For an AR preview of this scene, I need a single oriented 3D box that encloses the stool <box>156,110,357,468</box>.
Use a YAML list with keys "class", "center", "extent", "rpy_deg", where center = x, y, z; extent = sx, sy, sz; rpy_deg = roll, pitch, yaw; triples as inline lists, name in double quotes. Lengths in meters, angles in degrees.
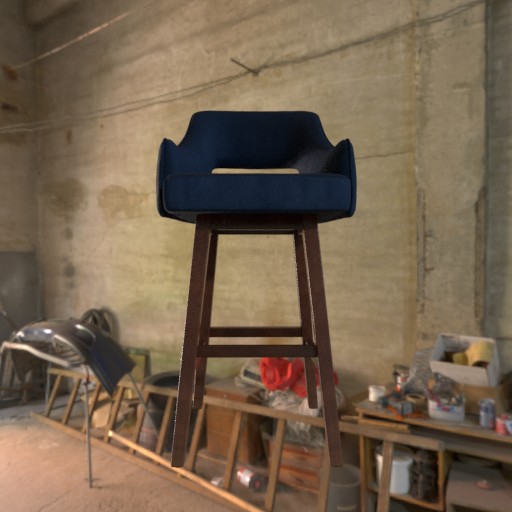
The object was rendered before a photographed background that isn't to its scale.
- class: "stool"
  center: [0.000, 0.000, 1.343]
  extent: [0.550, 1.041, 0.560]
  rpy_deg: [0, 0, -1]
